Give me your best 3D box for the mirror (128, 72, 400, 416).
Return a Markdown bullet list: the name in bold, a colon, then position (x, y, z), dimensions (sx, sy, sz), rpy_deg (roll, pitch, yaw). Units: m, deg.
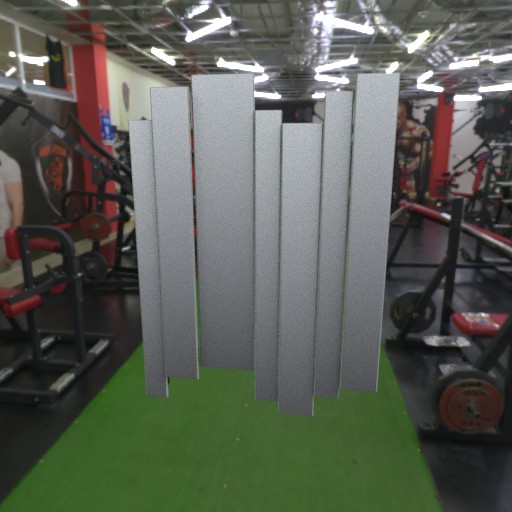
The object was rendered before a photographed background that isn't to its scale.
- **mirror**: position (0.000, 0.000, 0.793), dimensions (0.445, 0.611, 0.058), rpy_deg (2, 14, 9)
